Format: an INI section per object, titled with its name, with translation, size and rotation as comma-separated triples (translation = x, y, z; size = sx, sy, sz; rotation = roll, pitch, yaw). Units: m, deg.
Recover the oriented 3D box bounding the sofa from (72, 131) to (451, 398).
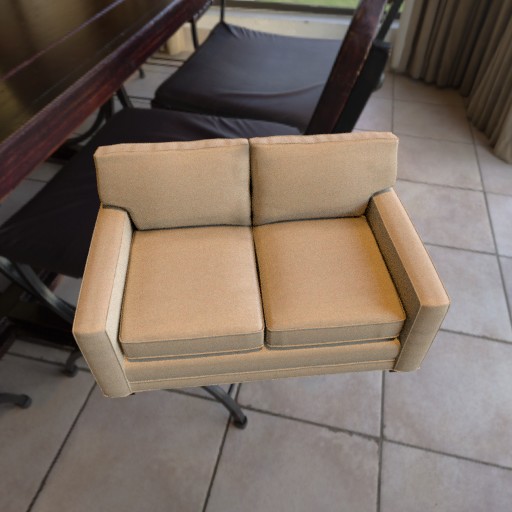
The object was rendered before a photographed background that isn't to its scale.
[sofa]
translation = 0.000, 0.000, 2.107
size = 1.484, 0.853, 0.942
rotation = -4, 46, -4
